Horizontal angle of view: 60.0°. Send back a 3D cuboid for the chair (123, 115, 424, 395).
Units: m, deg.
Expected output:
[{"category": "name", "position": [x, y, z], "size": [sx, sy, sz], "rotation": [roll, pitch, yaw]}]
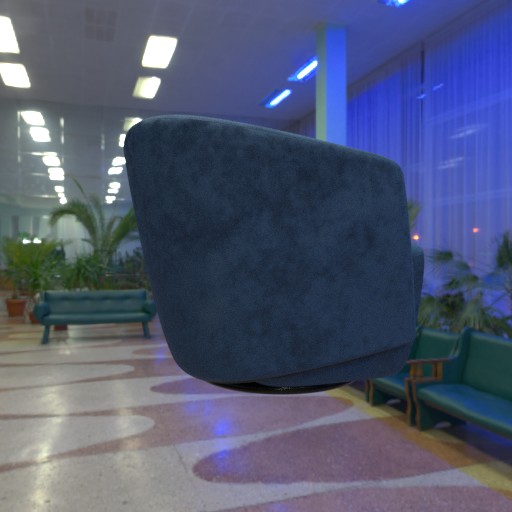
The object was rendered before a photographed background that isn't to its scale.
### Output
[{"category": "chair", "position": [0.000, 0.000, 1.341], "size": [0.767, 0.698, 0.773], "rotation": [0, 1, -18]}]
